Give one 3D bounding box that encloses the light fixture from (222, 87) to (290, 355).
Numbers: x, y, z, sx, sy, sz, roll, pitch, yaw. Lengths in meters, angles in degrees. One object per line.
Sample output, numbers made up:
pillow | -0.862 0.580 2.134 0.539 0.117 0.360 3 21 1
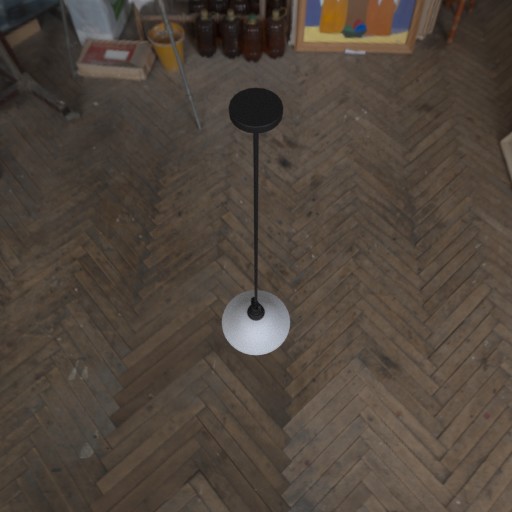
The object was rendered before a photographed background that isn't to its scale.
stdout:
light fixture | 0.000 0.000 1.516 0.324 1.337 0.324 -32 67 -16
